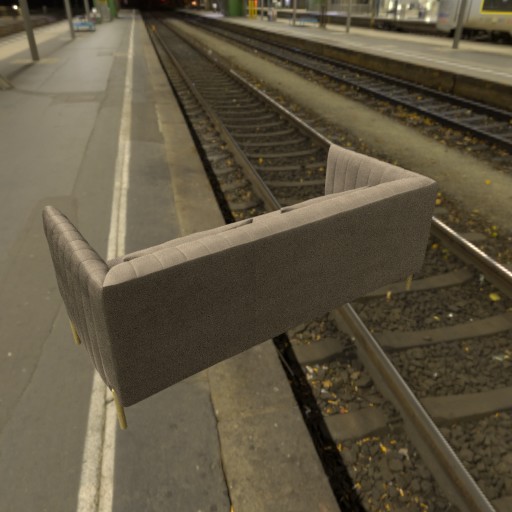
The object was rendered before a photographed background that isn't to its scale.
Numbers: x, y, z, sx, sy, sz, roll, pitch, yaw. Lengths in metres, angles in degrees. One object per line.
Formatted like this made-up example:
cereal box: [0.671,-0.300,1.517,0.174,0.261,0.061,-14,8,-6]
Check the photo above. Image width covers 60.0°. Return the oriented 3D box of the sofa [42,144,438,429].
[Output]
sofa: [0.000,0.000,2.480,1.980,0.780,0.876,-19,35,-29]
